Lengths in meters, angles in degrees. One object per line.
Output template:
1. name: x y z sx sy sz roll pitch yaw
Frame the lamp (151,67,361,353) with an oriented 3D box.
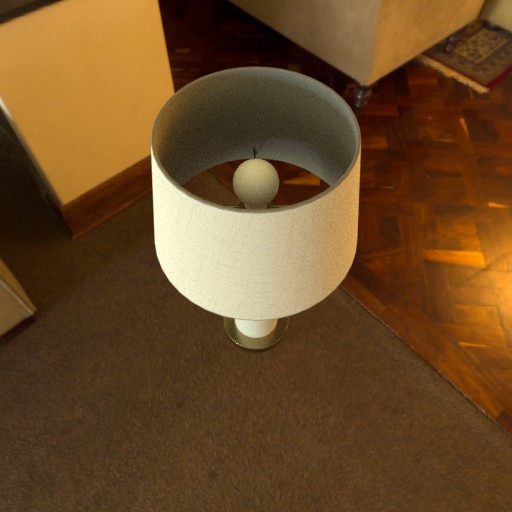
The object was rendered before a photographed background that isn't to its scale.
1. lamp: 0.000 0.000 0.748 0.309 0.545 0.309 0 57 0
